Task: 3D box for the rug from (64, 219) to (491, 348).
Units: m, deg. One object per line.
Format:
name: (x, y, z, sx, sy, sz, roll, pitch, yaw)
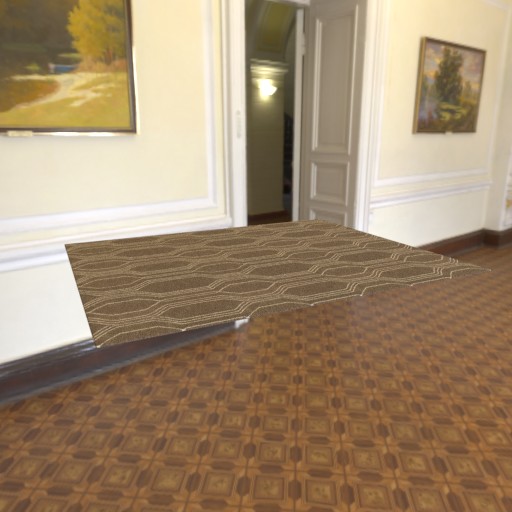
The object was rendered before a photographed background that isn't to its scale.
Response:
rug: (0.000, 0.000, 4.017, 3.062, 0.012, 2.457, -7, 17, -25)
